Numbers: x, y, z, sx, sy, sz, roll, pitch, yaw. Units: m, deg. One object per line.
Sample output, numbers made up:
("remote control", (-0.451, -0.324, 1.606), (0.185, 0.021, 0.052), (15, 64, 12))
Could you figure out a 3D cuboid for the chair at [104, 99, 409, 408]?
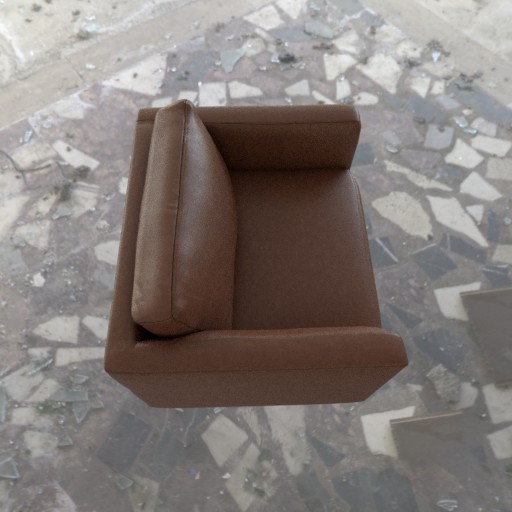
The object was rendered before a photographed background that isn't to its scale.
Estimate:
("chair", (0.000, 0.000, 1.825), (0.959, 0.917, 1.107), (-1, 63, -1))
